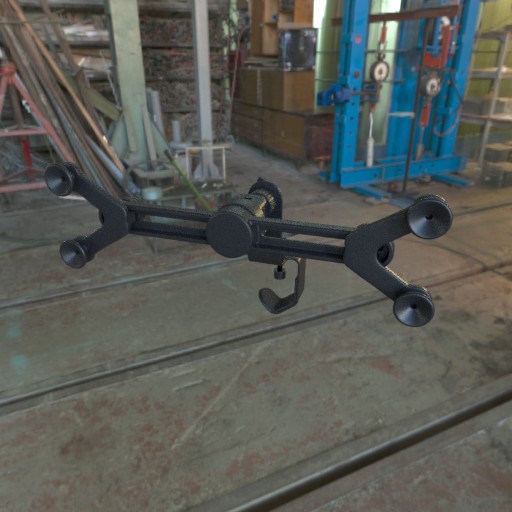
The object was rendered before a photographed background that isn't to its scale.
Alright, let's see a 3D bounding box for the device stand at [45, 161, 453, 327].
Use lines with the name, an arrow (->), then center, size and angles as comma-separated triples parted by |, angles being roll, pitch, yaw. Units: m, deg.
device stand -> 0.000, 0.000, 0.367 | 0.270, 0.166, 0.142 | 8, 26, 17
